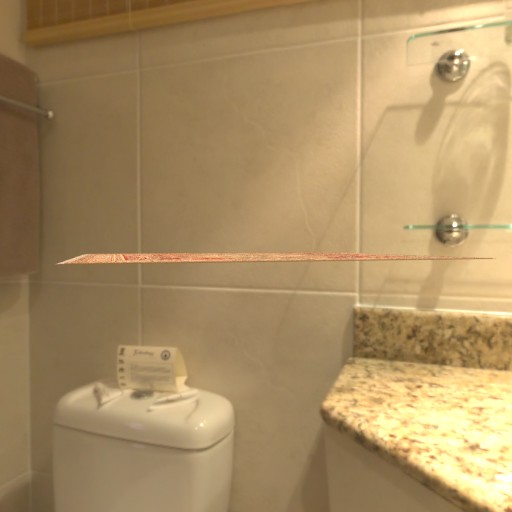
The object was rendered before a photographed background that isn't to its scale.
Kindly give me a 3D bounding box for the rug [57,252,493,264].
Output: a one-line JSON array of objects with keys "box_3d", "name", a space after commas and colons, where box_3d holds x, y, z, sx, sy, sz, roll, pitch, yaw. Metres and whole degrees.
[{"box_3d": [0.000, 0.000, 4.111, 3.143, 0.008, 2.451, 0, 2, -18], "name": "rug"}]
